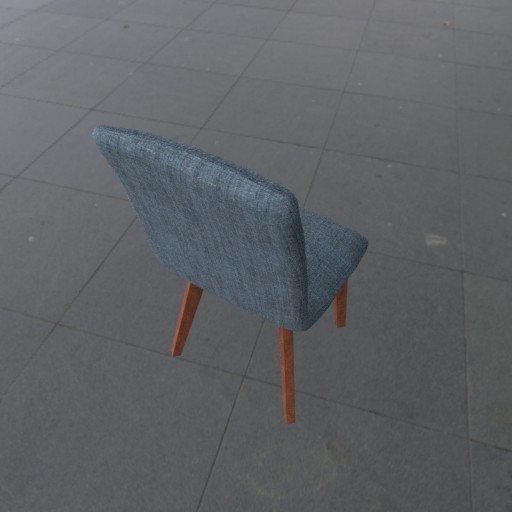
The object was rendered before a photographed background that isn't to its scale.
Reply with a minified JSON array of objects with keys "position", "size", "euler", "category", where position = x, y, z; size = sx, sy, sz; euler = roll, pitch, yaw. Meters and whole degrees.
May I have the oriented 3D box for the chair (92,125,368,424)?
[{"position":[0.000,0.000,1.292],"size":[0.522,0.974,0.563],"euler":[24,51,21],"category":"chair"}]
